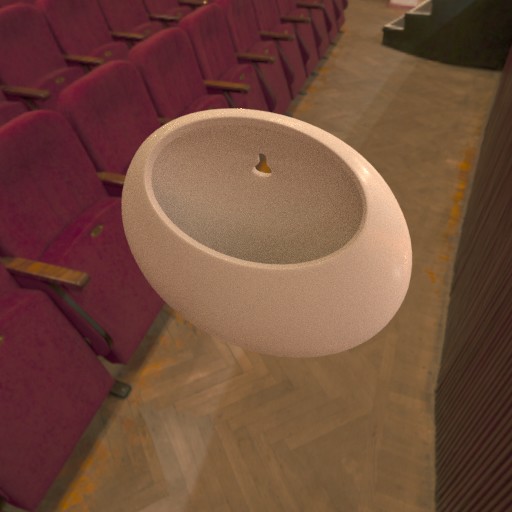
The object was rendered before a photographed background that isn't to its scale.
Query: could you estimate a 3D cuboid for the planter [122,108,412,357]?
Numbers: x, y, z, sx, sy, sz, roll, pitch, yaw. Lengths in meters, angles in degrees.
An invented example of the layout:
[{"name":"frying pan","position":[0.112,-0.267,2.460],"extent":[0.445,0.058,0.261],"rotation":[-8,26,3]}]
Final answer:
[{"name":"planter","position":[0.000,0.000,0.278],"extent":[0.185,0.188,0.043],"rotation":[12,42,13]}]
